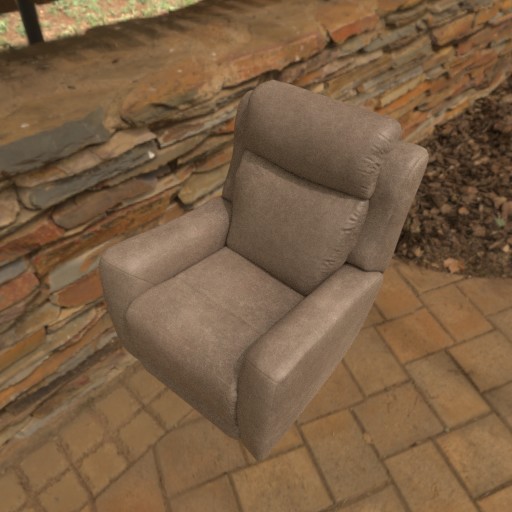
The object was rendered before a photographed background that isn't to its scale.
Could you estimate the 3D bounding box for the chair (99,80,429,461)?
[{"bbox_3d":[0.000,0.000,1.917,0.967,1.116,1.068,30,52,27],"label":"chair"}]
